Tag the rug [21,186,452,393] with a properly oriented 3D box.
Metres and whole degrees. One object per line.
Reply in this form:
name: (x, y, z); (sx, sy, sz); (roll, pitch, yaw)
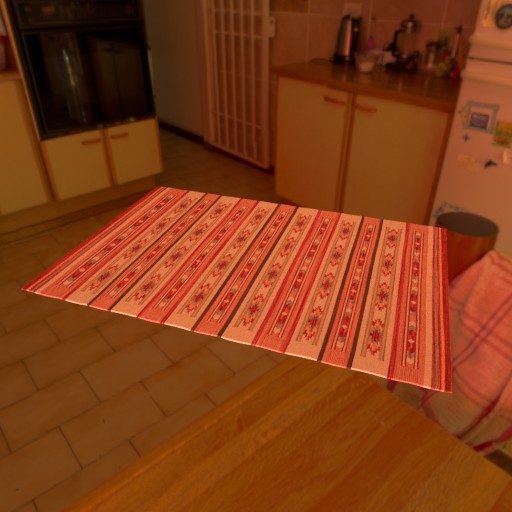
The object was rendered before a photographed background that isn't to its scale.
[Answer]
rug: (0.000, 0.000, 2.229); (1.817, 0.008, 1.223); (10, 34, 16)
